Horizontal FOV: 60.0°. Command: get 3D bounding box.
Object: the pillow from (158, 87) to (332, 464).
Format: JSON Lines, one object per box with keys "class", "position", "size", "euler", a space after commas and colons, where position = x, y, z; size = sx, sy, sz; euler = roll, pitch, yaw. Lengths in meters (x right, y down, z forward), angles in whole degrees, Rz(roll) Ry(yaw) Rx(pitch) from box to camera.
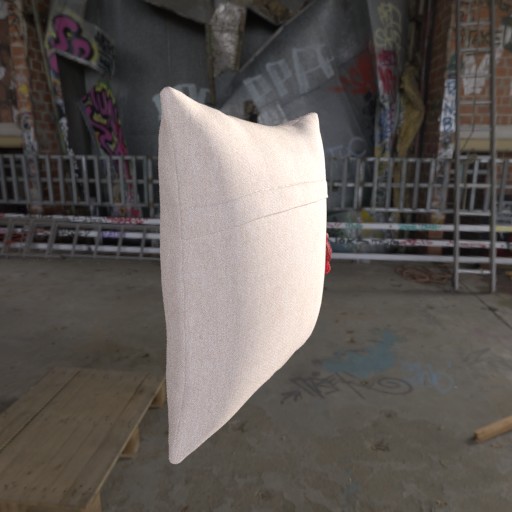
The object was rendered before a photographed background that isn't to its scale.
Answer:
{"class": "pillow", "position": [0.000, 0.000, 0.669], "size": [0.173, 0.436, 0.433], "euler": [7, 16, 26]}
